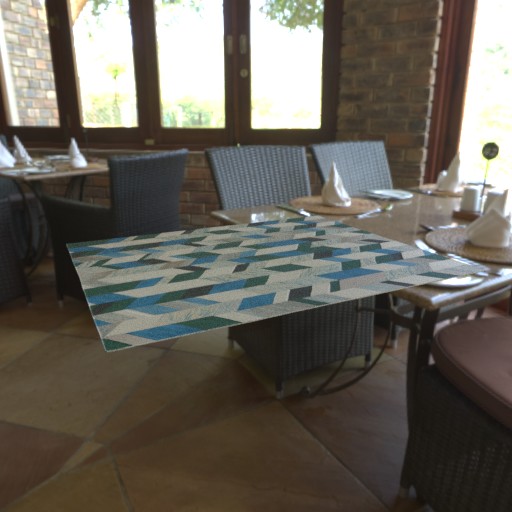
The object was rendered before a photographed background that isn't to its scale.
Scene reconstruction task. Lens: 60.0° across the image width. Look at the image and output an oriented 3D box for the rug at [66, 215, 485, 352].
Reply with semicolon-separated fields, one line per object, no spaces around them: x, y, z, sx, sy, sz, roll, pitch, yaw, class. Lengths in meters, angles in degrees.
0.000;0.000;4.055;3.036;0.008;2.440;-8;19;-25;rug
